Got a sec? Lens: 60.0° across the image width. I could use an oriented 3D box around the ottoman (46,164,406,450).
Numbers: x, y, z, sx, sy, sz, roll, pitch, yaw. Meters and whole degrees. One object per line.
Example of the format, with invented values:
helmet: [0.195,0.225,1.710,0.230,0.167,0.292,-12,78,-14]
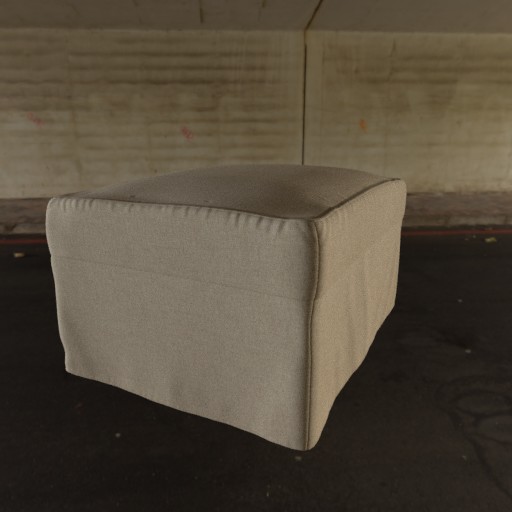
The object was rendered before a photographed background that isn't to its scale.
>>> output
ottoman: [0.000,0.000,1.223,0.650,0.485,0.833,8,18,26]
